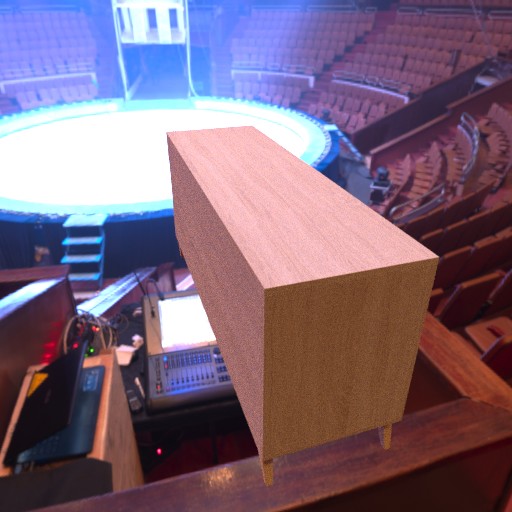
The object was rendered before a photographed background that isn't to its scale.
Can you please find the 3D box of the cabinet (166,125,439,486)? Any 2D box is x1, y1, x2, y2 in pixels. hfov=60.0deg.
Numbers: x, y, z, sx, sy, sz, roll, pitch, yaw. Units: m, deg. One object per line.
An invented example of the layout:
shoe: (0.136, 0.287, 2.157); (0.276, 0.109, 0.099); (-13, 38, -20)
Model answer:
cabinet: (0.000, 0.000, 2.003); (0.500, 0.780, 1.649); (-9, 30, -16)
